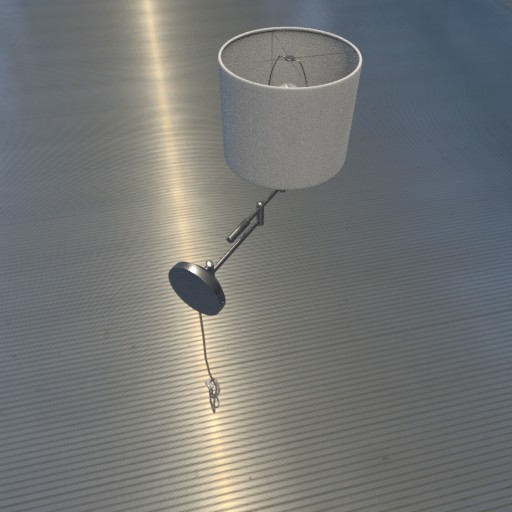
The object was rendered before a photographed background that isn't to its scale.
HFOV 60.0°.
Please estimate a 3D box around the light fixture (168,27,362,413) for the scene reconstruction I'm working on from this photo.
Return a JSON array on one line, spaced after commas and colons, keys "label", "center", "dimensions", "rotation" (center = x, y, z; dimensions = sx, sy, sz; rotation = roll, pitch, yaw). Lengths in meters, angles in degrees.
[{"label": "light fixture", "center": [0.000, 0.000, 1.026], "dimensions": [0.253, 0.842, 0.479], "rotation": [25, 52, 21]}]
